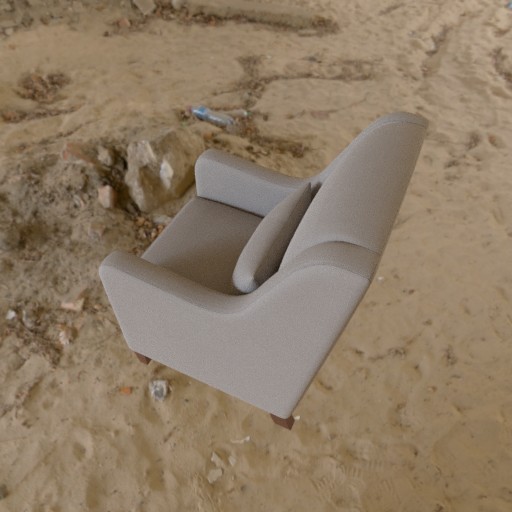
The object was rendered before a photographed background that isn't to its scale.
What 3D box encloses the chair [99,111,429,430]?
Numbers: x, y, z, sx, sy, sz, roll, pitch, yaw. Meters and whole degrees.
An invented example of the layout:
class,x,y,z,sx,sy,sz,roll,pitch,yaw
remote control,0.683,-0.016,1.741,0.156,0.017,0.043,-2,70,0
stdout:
class,x,y,z,sx,sy,sz,roll,pitch,yaw
chair,0.000,0.000,1.604,0.863,1.010,0.715,19,50,16
